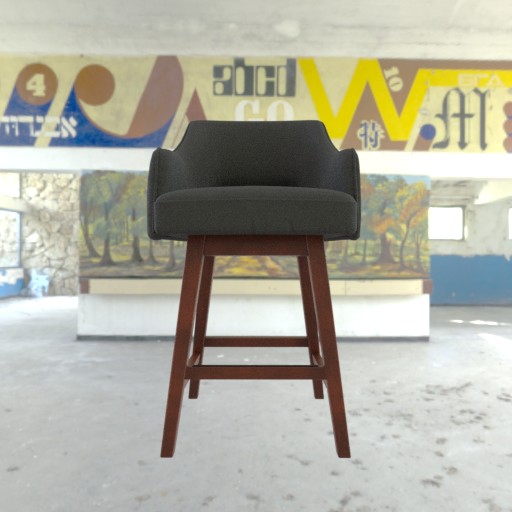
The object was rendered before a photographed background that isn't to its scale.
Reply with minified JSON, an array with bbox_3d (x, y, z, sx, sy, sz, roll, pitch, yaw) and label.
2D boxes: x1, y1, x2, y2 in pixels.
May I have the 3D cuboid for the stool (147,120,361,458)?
[{"bbox_3d":[0.000,0.000,1.250,0.548,0.912,0.558,0,0,0],"label":"stool"}]
